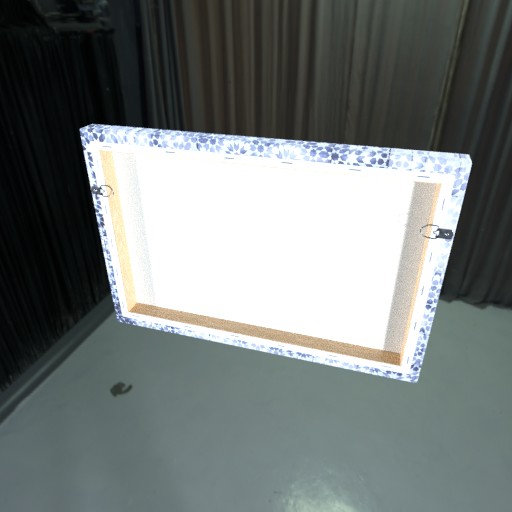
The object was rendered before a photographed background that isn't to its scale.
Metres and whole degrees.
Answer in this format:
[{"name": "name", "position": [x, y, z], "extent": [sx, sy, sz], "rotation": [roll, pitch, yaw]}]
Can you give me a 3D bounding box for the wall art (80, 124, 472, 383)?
[{"name": "wall art", "position": [0.000, 0.000, 1.164], "extent": [0.911, 0.608, 0.057], "rotation": [9, 31, 15]}]
